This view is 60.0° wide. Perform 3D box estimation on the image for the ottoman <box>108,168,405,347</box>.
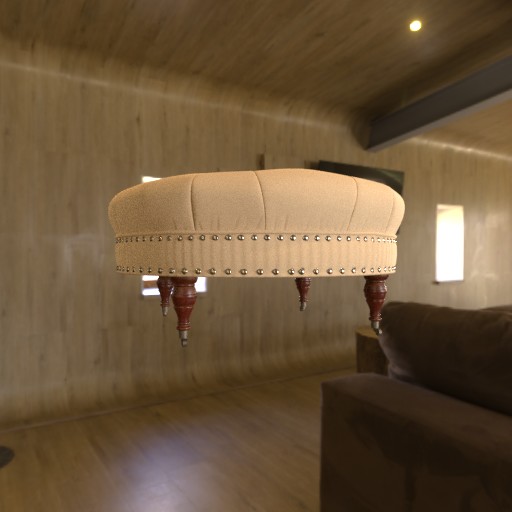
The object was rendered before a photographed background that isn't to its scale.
[{"bbox_3d":[0.000,0.000,1.409,0.901,0.439,0.901,0,0,0],"label":"ottoman"}]
